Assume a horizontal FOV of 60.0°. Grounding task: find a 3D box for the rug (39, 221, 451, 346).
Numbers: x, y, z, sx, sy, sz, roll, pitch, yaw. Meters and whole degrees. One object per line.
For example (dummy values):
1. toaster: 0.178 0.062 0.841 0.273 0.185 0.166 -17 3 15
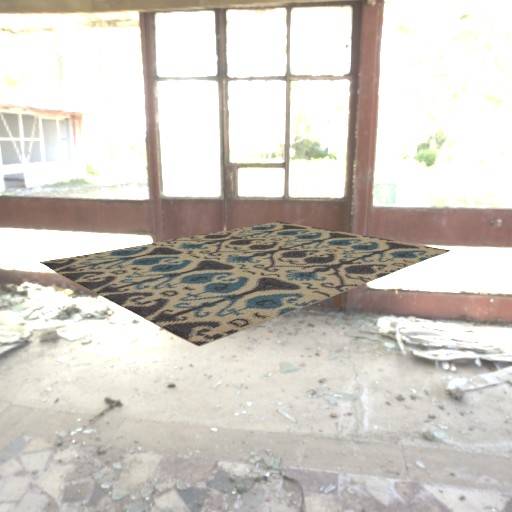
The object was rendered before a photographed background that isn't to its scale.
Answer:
1. rug: 0.000 0.000 4.317 3.228 0.024 2.443 -13 19 -42
